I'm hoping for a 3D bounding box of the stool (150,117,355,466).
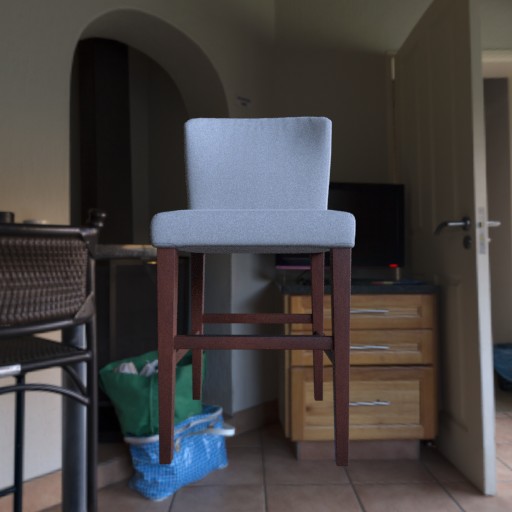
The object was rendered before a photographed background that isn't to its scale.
[{"bbox_3d":[0.000,0.000,1.279,0.479,0.968,0.568,0,-1,1],"label":"stool"}]
